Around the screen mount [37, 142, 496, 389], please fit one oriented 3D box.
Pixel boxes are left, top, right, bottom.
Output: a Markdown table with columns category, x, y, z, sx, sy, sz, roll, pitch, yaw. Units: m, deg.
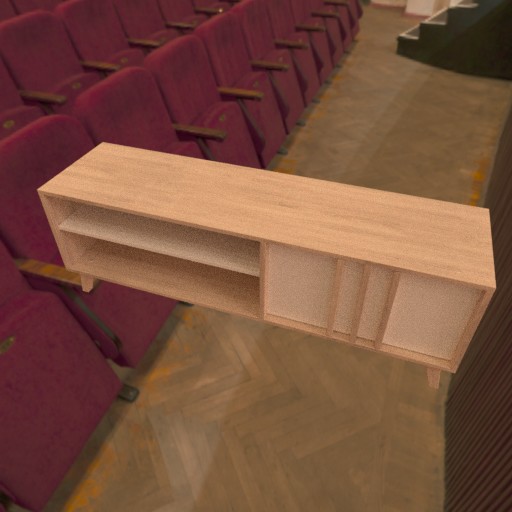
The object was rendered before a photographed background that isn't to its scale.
| category | x | y | z | sx | sy | sz | roll | pitch | yaw |
| --- | --- | --- | --- | --- | --- | --- | --- | --- | --- |
| screen mount | 0.000 | 0.000 | 1.682 | 1.500 | 0.510 | 0.400 | 13 | 42 | 15 |
